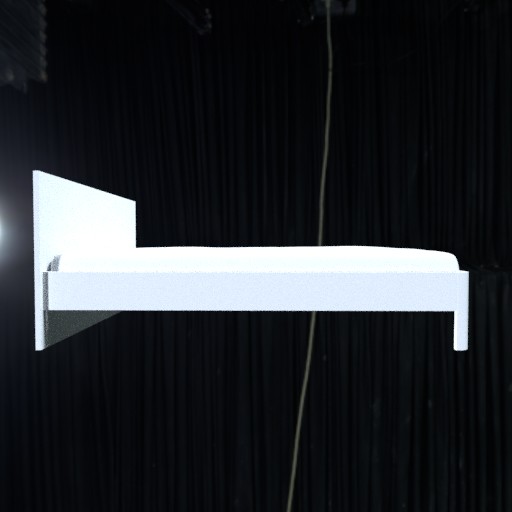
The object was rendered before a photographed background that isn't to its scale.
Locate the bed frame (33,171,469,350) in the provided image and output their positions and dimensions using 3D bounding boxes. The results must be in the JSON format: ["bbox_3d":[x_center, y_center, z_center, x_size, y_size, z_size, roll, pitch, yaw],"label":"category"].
[{"bbox_3d":[0.000,0.000,2.703,1.950,0.800,1.490,0,2,1],"label":"bed frame"}]
